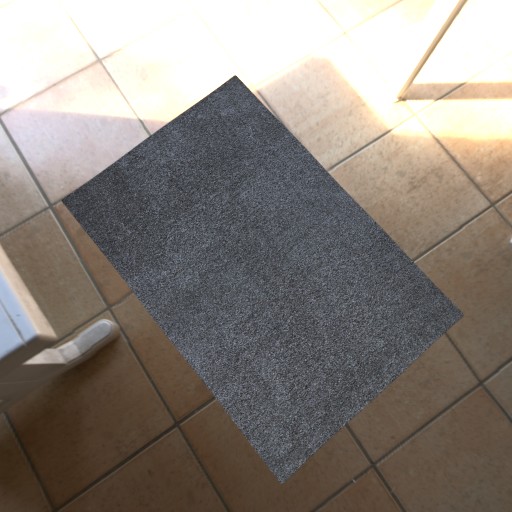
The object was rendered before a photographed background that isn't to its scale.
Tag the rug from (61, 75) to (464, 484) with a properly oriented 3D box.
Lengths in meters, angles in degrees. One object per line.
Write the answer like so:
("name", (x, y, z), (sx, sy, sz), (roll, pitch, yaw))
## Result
("rug", (0.000, 0.000, 3.428), (1.802, 0.026, 2.699), (-39, 79, -9))
